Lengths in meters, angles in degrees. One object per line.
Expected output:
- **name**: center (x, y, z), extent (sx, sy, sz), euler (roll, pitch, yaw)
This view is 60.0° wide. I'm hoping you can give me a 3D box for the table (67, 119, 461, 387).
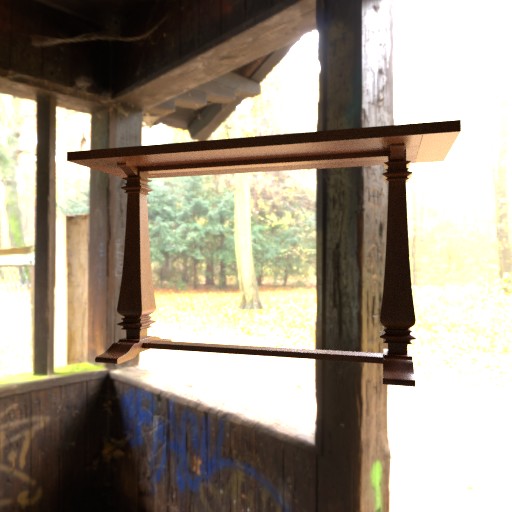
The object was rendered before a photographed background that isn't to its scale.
- **table**: center (0.000, 0.000, 1.816), extent (1.478, 0.852, 0.461), euler (0, 0, 17)
